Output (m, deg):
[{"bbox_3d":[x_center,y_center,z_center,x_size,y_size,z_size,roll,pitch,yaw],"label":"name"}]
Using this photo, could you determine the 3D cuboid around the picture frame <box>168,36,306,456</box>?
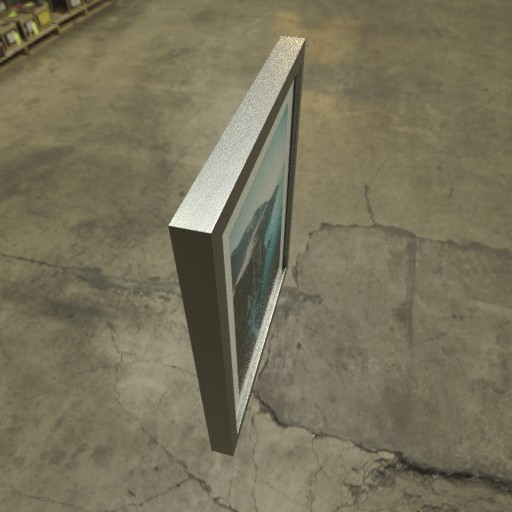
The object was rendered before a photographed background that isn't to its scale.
[{"bbox_3d":[0.000,0.000,1.338,0.073,0.968,0.839,11,47,10],"label":"picture frame"}]
